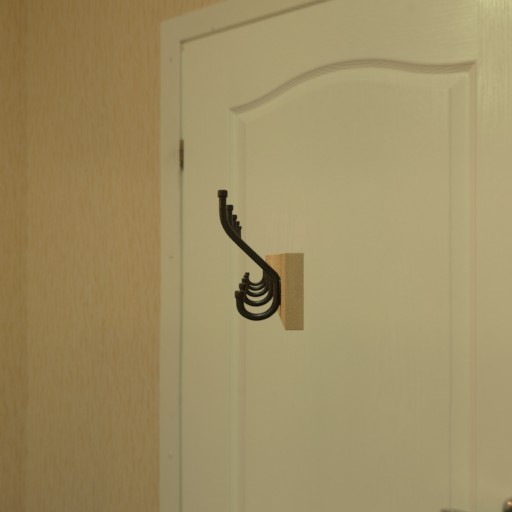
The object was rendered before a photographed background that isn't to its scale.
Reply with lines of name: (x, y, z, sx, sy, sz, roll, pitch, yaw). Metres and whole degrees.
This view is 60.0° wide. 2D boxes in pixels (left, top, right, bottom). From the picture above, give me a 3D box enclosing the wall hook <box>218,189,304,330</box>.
wall hook: (0.000, 0.000, 0.626, 0.071, 0.117, 0.571, 0, 0, 0)
